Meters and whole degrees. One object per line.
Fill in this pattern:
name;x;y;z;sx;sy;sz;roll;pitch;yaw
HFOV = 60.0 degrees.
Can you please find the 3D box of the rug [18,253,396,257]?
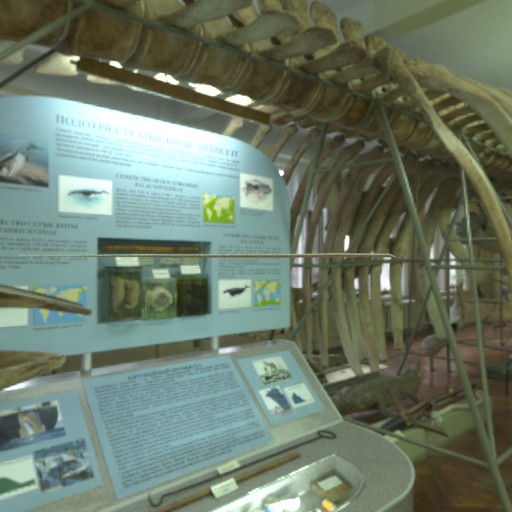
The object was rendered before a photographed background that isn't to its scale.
rug;0.000;0.000;4.110;2.448;0.021;3.051;0;0;18
